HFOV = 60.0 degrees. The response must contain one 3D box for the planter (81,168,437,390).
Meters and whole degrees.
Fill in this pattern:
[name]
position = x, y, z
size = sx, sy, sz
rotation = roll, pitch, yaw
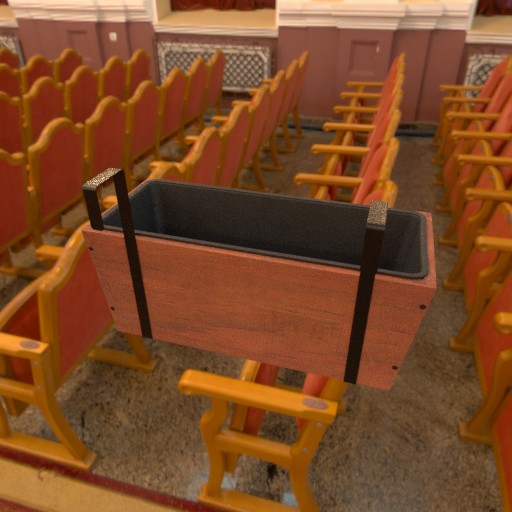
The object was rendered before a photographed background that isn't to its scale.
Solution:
[planter]
position = 0.000, 0.000, 0.650
size = 0.480, 0.289, 0.262
rotation = 9, 34, 14
